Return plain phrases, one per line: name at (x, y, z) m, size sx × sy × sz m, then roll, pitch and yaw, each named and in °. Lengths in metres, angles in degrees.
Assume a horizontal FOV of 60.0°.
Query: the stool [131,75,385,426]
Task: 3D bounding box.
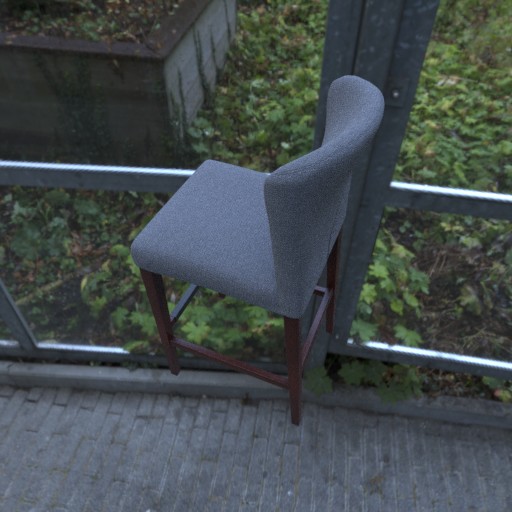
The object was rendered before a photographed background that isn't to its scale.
stool at (0.000, 0.000, 1.373) m, size 0.568 × 1.069 × 0.486 m, roll 17°, pitch 48°, yaw 16°
